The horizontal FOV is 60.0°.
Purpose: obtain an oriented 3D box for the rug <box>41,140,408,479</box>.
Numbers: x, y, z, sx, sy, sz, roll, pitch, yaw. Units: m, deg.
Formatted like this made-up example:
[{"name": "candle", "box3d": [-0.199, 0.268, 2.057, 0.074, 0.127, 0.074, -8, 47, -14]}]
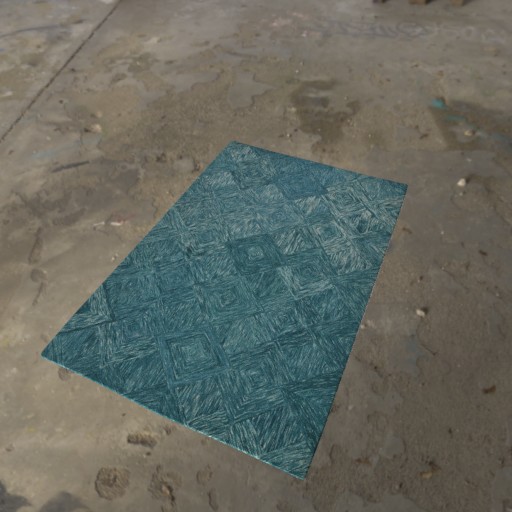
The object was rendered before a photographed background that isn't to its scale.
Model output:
[{"name": "rug", "box3d": [0.000, 0.000, 2.148, 1.136, 0.017, 1.728, 18, 49, 17]}]
